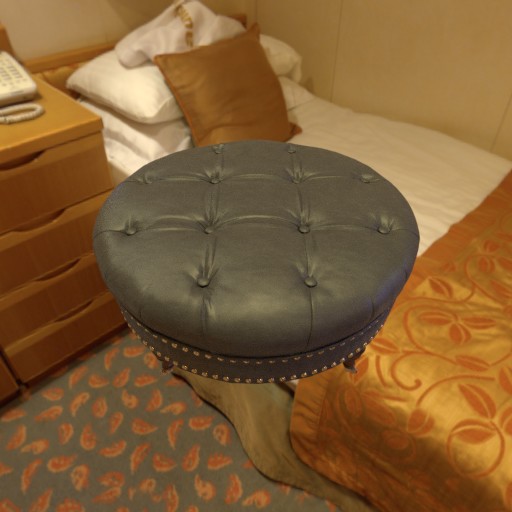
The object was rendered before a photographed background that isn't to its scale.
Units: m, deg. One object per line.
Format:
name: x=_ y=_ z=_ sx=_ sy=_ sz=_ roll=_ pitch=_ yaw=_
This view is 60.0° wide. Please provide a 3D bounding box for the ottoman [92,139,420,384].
ottoman: x=0.000 y=0.000 z=1.363 sx=0.901 sy=0.439 sz=0.901 roll=0 pitch=41 yaw=0
